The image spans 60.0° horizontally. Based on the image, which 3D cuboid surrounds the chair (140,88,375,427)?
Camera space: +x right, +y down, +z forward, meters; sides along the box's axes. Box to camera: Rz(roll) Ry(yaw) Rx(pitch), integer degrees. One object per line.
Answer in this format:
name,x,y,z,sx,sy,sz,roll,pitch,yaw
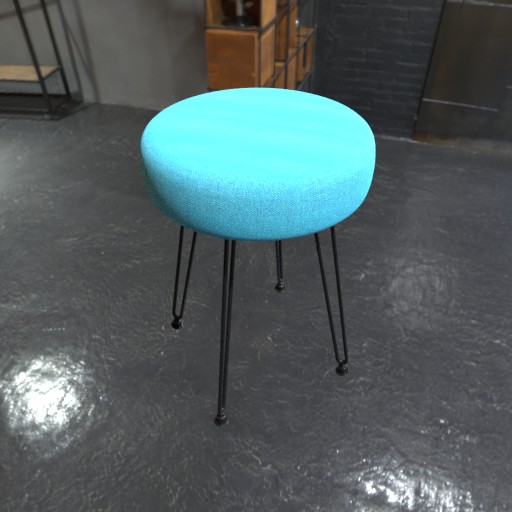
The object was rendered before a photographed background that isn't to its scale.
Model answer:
chair,0.000,0.000,0.693,0.350,0.440,0.350,13,41,15
